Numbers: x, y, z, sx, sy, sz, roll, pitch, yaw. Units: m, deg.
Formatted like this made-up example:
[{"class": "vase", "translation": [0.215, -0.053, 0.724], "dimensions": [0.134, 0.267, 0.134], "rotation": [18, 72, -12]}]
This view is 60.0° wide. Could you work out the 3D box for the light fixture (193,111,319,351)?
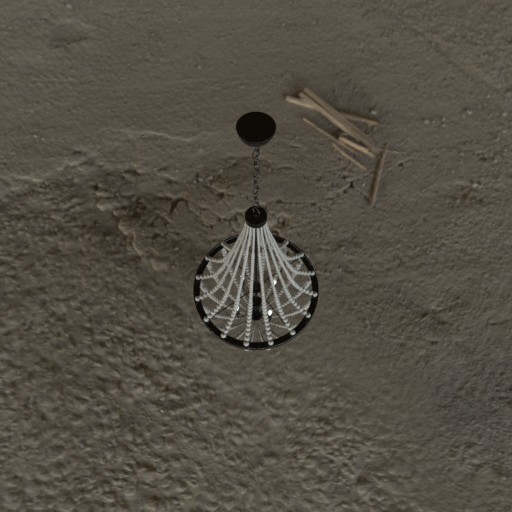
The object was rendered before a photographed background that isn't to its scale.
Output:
[{"class": "light fixture", "translation": [0.000, 0.000, 1.367], "dimensions": [0.450, 1.133, 0.450], "rotation": [0, 64, 0]}]
